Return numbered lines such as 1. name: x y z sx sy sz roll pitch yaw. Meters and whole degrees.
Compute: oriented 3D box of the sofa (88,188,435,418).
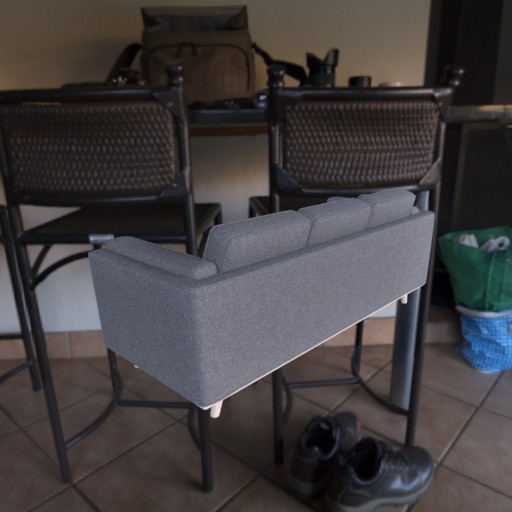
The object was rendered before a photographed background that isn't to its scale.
1. sofa: 0.000 0.000 3.183 1.604 0.929 2.411 15 22 42
